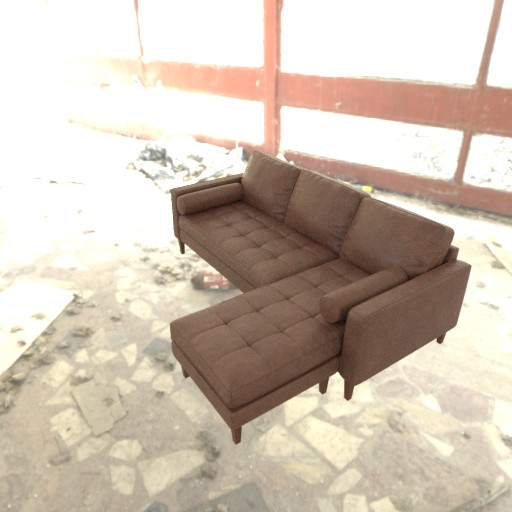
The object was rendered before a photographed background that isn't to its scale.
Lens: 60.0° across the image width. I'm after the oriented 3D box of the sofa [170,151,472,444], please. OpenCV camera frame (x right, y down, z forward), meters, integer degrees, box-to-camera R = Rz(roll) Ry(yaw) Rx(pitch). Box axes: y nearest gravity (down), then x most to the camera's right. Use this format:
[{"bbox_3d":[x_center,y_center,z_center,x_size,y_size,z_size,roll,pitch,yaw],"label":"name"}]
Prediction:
[{"bbox_3d":[0.000,0.000,3.045,1.613,0.841,2.185,-19,34,-30],"label":"sofa"}]
